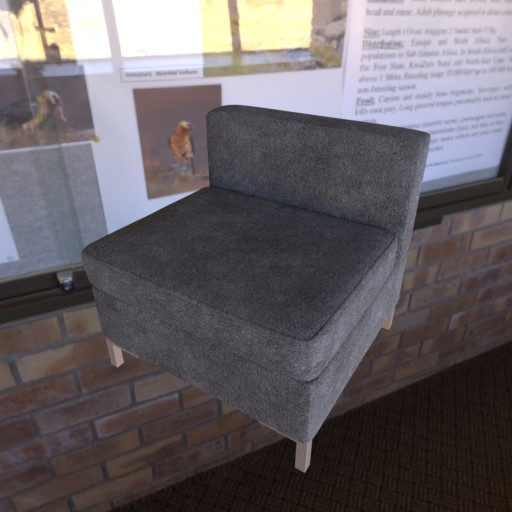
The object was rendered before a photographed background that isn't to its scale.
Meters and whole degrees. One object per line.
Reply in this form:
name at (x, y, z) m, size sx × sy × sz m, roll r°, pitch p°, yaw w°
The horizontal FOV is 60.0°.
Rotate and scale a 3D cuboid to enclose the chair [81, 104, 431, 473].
chair at (0.000, 0.000, 1.232) m, size 0.680 × 0.660 × 0.680 m, roll 18°, pitch 35°, yaw 28°
